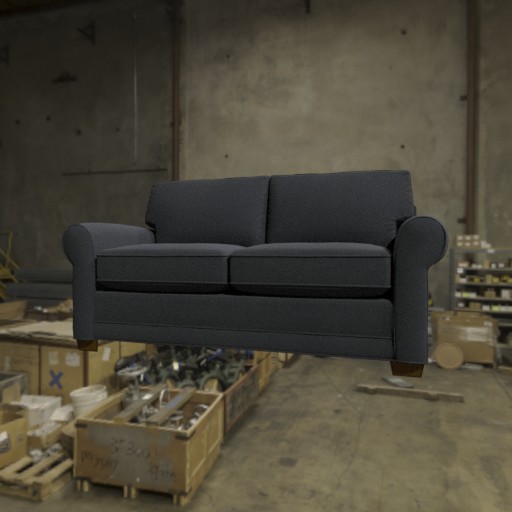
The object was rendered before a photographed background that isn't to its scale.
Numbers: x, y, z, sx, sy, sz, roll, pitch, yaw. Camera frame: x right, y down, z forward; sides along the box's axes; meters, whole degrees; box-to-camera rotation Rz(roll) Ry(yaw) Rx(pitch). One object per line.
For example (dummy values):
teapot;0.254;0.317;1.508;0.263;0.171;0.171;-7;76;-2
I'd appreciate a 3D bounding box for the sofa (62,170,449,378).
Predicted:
sofa;0.000;0.000;2.567;2.009;1.031;0.951;0;1;17
